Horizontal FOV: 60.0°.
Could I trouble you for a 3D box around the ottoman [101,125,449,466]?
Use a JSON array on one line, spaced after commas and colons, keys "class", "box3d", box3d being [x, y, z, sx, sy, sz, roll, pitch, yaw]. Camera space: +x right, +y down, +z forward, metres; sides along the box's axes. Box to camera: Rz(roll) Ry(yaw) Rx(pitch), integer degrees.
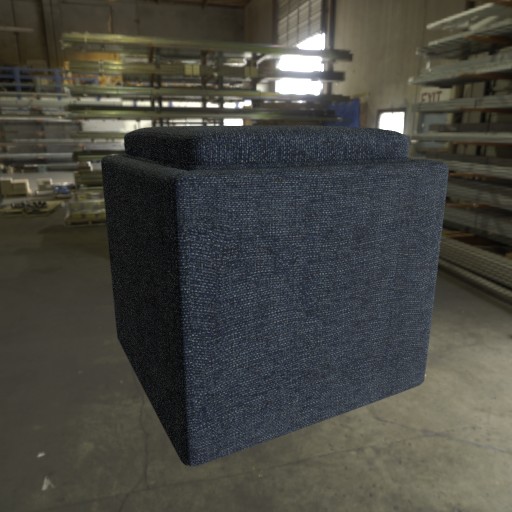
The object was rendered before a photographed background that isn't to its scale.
[{"class": "ottoman", "box3d": [0.000, 0.000, 0.813, 0.450, 0.460, 0.450, -8, 18, -27]}]
